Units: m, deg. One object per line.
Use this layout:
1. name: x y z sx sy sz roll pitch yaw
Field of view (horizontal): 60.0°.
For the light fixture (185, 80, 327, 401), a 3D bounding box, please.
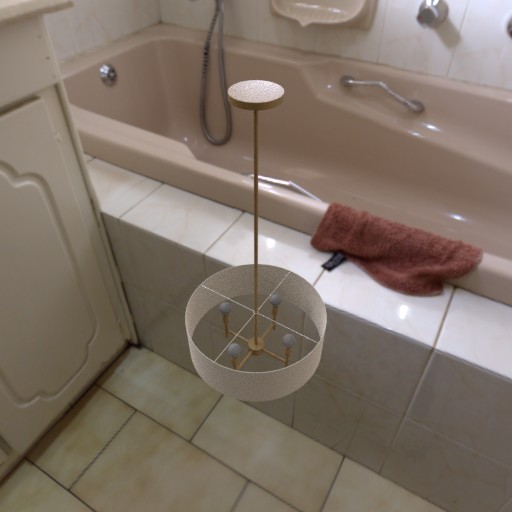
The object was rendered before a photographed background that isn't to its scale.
1. light fixture: 0.000 0.000 1.417 0.508 1.067 0.508 0 42 0
